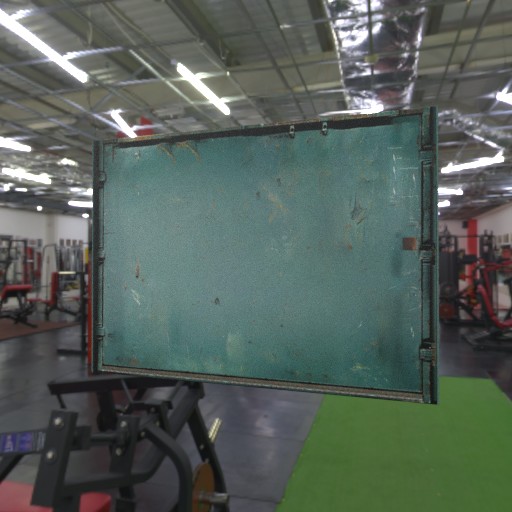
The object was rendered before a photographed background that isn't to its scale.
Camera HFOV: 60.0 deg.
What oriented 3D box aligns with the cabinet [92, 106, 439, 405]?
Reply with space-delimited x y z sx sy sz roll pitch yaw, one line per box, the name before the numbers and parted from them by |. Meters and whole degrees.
cabinet | 0.000 0.000 3.993 3.001 2.160 0.680 0 -1 18
